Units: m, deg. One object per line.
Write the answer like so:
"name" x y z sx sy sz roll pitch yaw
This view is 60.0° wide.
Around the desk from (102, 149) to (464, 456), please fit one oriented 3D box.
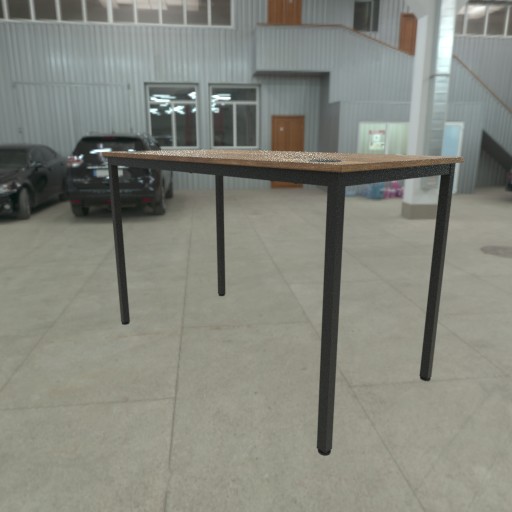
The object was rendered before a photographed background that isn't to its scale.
"desk" 0.000 0.000 1.659 0.600 0.749 1.200 -13 20 -41
